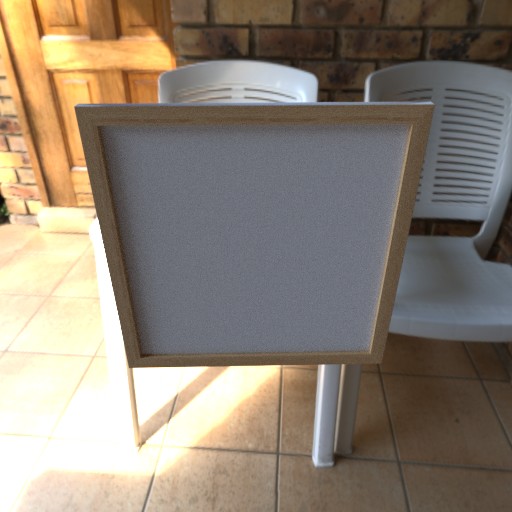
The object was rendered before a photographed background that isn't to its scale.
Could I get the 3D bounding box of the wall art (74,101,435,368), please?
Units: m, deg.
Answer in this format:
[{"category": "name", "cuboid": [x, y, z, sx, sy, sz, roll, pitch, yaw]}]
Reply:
[{"category": "wall art", "cuboid": [0.000, 0.000, 1.146, 0.762, 0.762, 0.027, -1, 32, -1]}]
